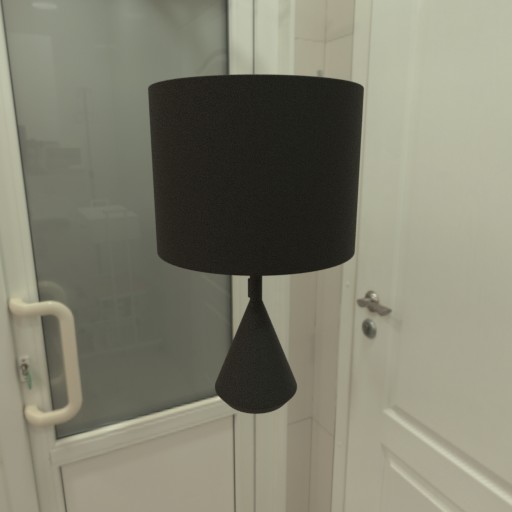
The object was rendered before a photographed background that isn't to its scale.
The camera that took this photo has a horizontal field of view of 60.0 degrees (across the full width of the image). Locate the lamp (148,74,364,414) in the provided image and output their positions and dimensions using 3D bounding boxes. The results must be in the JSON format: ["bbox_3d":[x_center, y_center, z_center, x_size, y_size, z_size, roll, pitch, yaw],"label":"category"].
[{"bbox_3d":[0.000,0.000,0.828,0.359,0.584,0.359,-7,16,-26],"label":"lamp"}]
